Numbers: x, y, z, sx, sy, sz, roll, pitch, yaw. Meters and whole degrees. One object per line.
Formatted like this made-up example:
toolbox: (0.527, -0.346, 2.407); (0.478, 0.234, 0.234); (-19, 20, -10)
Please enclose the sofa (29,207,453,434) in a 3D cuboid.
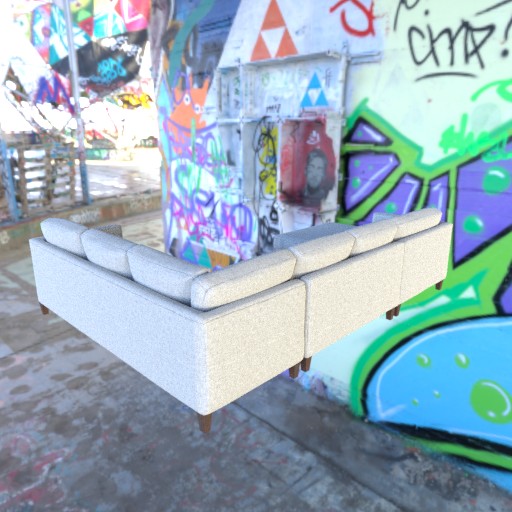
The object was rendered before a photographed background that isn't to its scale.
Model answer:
sofa: (0.000, 0.000, 4.478); (2.593, 0.959, 3.460); (16, 23, 42)
